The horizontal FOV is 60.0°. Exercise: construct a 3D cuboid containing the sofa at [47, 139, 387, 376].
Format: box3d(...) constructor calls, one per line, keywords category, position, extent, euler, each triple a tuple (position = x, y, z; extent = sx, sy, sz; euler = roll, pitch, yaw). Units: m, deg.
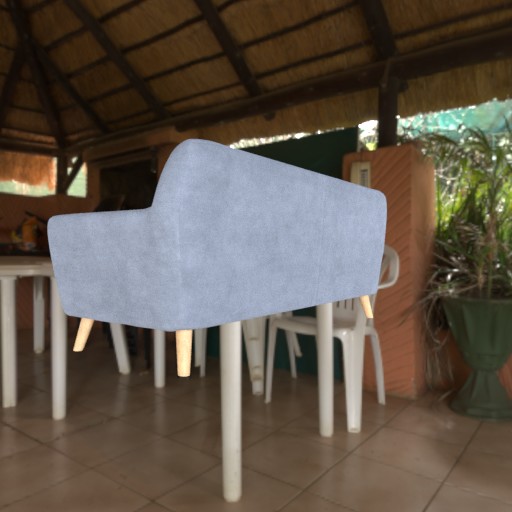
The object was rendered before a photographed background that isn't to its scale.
box3d(category="sofa", position=(0.000, 0.000, 2.444), extent=(0.830, 0.830, 1.970), euler=(0, 1, 36))
